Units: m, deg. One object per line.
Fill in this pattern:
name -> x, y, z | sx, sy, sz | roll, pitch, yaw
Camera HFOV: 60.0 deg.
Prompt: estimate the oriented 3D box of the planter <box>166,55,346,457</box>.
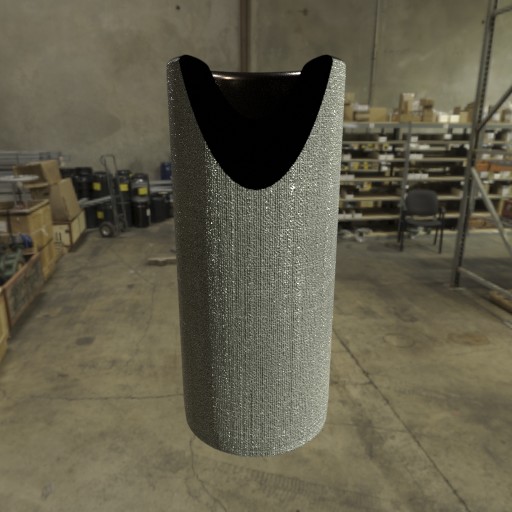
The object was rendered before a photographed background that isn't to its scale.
planter -> 0.000, 0.000, 0.128 | 0.045, 0.103, 0.045 | -3, 17, -9
